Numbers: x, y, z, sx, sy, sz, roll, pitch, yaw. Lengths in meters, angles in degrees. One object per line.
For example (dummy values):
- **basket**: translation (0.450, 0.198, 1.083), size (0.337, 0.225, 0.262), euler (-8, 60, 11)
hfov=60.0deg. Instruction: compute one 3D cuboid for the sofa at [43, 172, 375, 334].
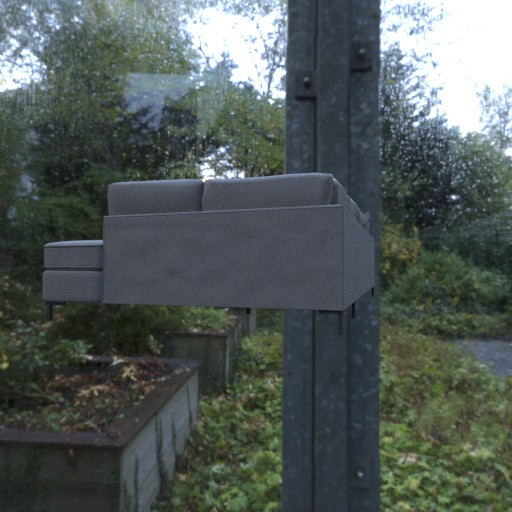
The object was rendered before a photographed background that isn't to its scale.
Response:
- **sofa**: translation (0.000, 0.000, 4.336), size (2.077, 0.964, 3.331), euler (0, -1, 18)
